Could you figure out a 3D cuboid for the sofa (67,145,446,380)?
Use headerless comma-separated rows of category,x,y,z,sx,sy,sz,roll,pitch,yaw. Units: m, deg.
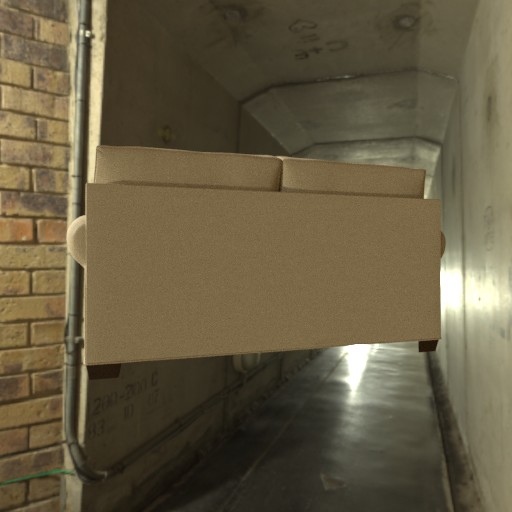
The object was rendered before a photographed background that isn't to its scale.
sofa,0.000,0.000,2.306,1.774,0.933,0.861,0,0,-18
